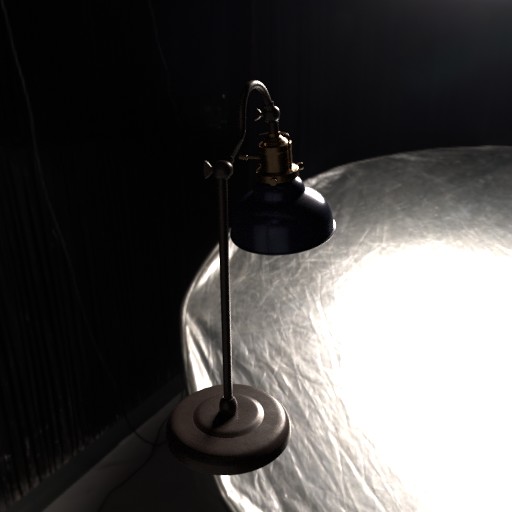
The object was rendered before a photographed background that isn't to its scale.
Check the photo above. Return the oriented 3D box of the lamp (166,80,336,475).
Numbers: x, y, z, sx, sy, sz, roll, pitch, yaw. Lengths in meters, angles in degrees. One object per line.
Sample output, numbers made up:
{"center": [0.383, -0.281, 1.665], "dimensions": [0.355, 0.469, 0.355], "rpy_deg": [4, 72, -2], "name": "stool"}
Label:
{"center": [0.000, 0.000, 0.688], "dimensions": [0.192, 0.508, 0.374], "rpy_deg": [9, 19, 26], "name": "lamp"}
